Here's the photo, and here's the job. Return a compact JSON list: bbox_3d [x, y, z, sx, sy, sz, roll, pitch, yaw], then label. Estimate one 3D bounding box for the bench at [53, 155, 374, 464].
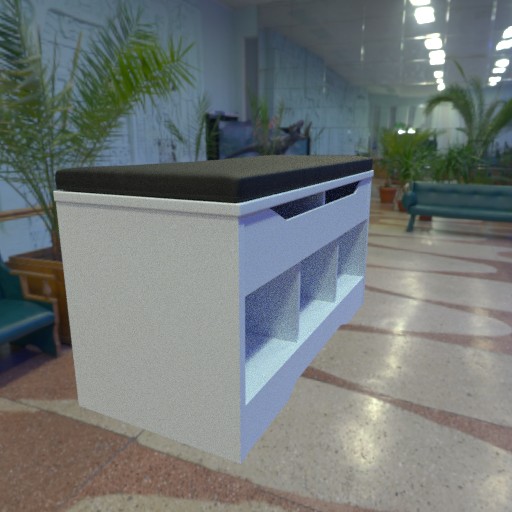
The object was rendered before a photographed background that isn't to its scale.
[{"bbox_3d":[0.000,0.000,1.180,0.401,0.500,0.899,7,16,26],"label":"bench"}]
